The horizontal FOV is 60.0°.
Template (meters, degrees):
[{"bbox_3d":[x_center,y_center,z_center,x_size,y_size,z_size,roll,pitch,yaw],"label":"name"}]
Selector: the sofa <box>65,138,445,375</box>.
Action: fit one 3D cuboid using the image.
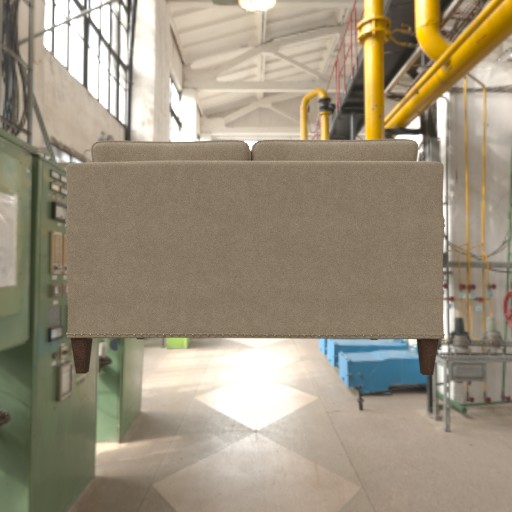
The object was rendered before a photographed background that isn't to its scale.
[{"bbox_3d":[0.000,0.000,2.273,1.597,1.002,1.084,0,-2,1],"label":"sofa"}]
